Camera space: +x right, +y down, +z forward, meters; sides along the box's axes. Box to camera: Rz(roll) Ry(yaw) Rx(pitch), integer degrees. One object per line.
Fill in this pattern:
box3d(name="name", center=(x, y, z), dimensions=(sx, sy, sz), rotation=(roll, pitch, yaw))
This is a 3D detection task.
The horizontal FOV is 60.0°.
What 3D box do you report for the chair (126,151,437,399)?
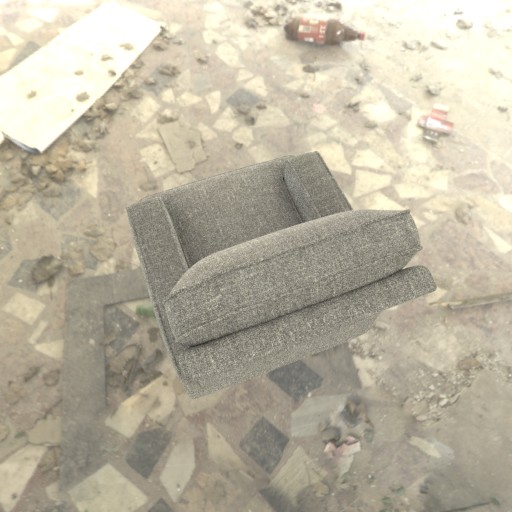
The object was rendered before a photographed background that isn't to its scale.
box3d(name="chair", center=(0.000, 0.000, 1.717), dimensions=(0.861, 0.962, 0.964), rotation=(-18, 61, -11))
